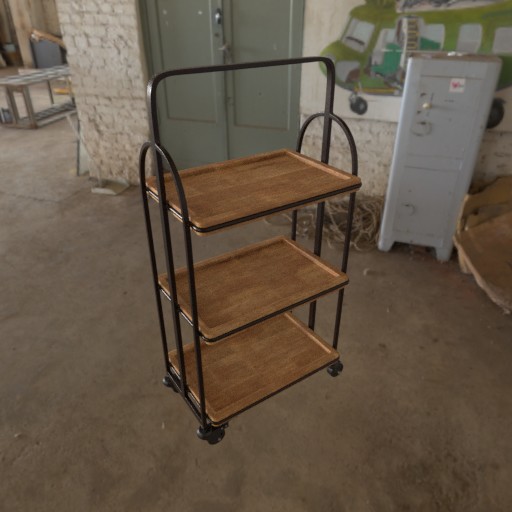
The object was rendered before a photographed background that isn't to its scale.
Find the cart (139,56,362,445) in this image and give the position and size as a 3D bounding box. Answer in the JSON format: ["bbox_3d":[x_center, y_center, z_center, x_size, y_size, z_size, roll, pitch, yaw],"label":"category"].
[{"bbox_3d":[0.000,0.000,1.239,0.553,1.001,0.327,-19,36,-29],"label":"cart"}]
